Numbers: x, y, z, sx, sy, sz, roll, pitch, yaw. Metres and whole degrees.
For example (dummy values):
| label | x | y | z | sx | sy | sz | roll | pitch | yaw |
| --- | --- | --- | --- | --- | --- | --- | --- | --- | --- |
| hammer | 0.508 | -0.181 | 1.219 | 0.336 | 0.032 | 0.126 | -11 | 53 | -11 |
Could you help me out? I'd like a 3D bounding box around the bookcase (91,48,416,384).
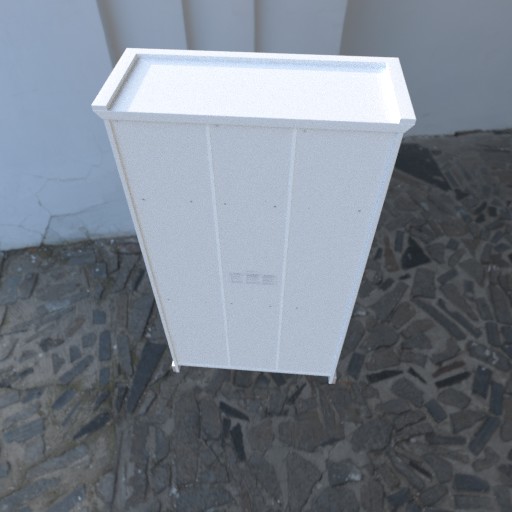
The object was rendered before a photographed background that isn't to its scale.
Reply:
| label | x | y | z | sx | sy | sz | roll | pitch | yaw |
| --- | --- | --- | --- | --- | --- | --- | --- | --- | --- |
| bookcase | 0.000 | 0.000 | 2.270 | 1.050 | 1.880 | 0.432 | 3 | 49 | 3 |
